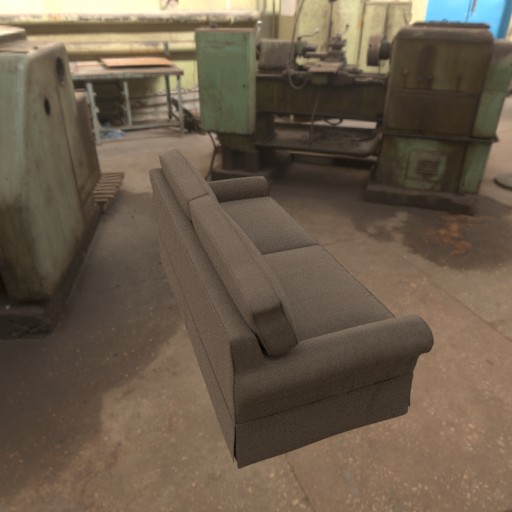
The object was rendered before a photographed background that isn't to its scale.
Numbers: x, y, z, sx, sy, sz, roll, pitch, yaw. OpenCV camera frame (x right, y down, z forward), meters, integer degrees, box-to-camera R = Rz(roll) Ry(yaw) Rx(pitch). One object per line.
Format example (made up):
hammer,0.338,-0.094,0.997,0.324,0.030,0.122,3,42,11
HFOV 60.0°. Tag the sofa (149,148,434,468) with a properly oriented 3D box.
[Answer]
sofa,0.000,0.000,2.827,0.991,0.943,2.248,-10,31,-17
